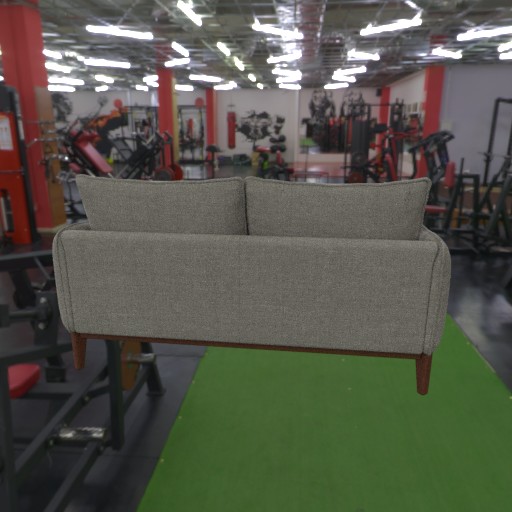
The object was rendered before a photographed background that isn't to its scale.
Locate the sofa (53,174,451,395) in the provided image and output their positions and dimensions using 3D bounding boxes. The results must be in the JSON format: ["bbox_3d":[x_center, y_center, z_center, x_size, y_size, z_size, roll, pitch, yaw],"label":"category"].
[{"bbox_3d":[0.000,0.000,2.155,1.580,0.851,0.972,2,16,7],"label":"sofa"}]
